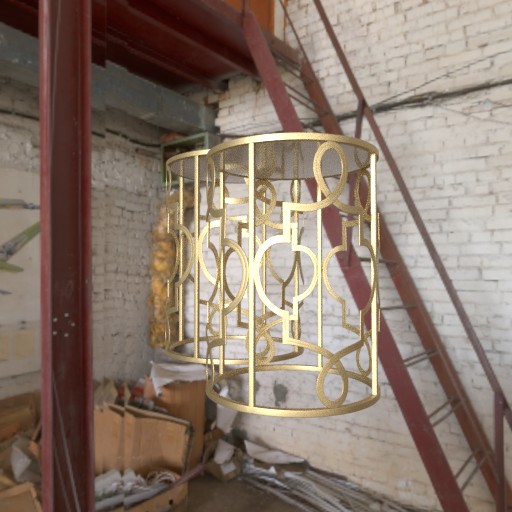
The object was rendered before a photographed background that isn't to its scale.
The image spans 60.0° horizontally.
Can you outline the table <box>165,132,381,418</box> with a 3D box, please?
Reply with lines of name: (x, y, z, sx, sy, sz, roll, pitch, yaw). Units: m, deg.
table: (0.000, 0.000, 1.162, 0.420, 0.564, 0.846, 0, -2, -18)
